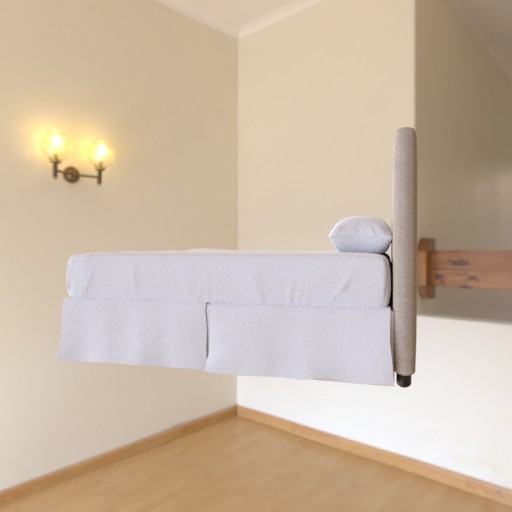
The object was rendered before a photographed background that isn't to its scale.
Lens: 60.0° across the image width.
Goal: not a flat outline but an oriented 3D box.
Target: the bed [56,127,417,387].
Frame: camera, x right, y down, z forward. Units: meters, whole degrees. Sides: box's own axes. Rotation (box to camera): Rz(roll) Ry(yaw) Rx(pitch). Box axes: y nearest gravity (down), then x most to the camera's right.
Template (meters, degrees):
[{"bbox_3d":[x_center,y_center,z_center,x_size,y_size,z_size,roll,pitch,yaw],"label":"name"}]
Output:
[{"bbox_3d":[0.000,0.000,3.260,2.162,1.330,1.713,0,1,17],"label":"bed"}]
